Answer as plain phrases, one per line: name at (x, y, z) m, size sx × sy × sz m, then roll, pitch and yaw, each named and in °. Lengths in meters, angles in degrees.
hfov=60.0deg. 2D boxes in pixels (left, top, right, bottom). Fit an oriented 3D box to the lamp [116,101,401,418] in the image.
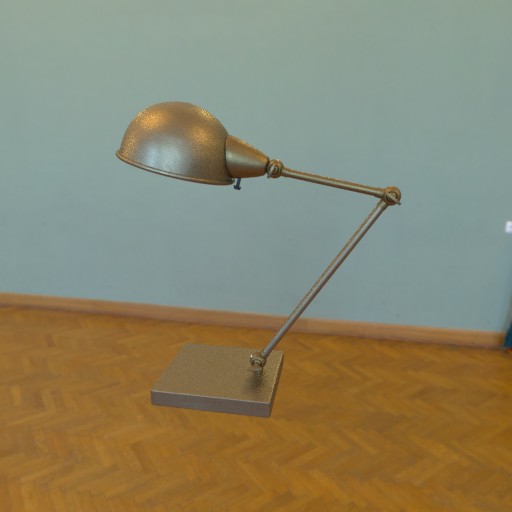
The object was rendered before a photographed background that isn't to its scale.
lamp at (0.000, 0.000, 0.558) m, size 0.339 × 0.371 × 0.149 m, roll 3°, pitch 15°, yaw 10°
